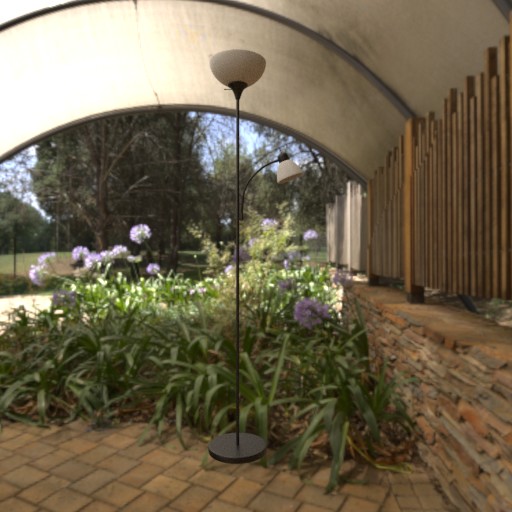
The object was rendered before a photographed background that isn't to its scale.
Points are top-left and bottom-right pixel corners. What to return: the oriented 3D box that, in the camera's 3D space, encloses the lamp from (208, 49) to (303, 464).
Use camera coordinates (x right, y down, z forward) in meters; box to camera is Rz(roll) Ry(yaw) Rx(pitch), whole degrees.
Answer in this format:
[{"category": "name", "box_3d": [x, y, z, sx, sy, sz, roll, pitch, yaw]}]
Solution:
[{"category": "lamp", "box_3d": [0.000, 0.000, 2.064, 0.442, 1.804, 0.279, 0, 0, -1]}]
